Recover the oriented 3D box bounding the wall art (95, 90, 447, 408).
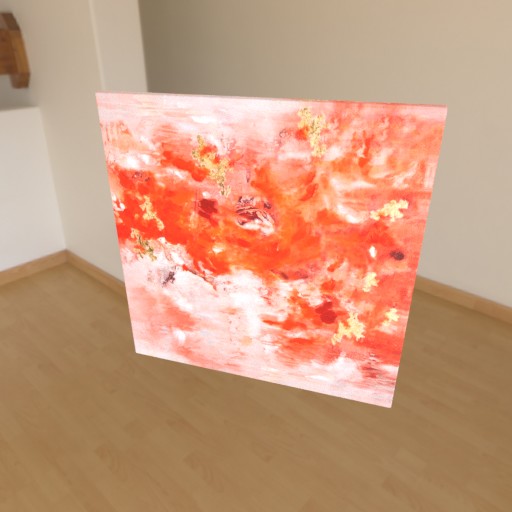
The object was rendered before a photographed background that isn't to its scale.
[{"bbox_3d":[0.000,0.000,1.289,0.878,0.878,0.066,8,28,15],"label":"wall art"}]
